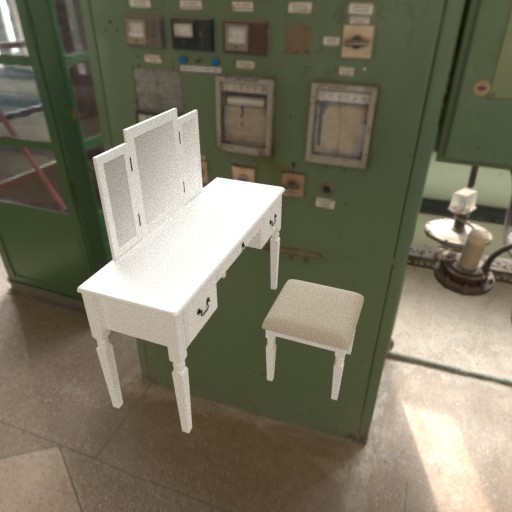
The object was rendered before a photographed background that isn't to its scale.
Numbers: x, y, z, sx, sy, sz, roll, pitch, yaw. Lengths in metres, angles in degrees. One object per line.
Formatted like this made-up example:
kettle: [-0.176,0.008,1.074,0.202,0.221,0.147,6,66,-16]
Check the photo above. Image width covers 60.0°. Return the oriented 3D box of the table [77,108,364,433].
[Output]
table: [0.000,0.000,2.297,1.115,1.310,1.369,12,33,18]
